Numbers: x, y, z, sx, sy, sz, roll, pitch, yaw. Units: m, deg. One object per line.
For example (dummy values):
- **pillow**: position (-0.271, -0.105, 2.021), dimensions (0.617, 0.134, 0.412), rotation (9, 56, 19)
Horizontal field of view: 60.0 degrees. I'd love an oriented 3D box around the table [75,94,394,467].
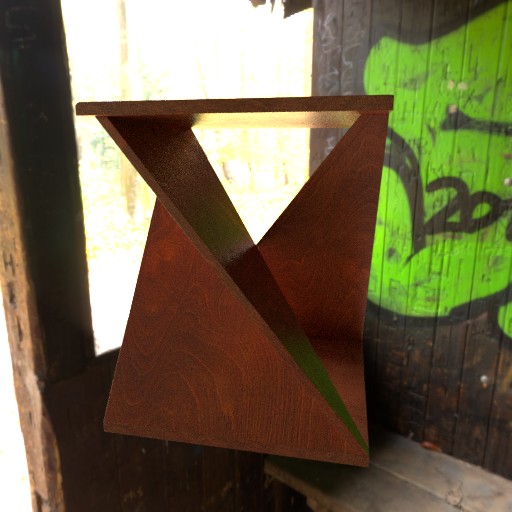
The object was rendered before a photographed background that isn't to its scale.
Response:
- **table**: position (0.000, 0.000, 0.838), dimensions (0.427, 0.520, 0.427), rotation (3, 14, 11)
